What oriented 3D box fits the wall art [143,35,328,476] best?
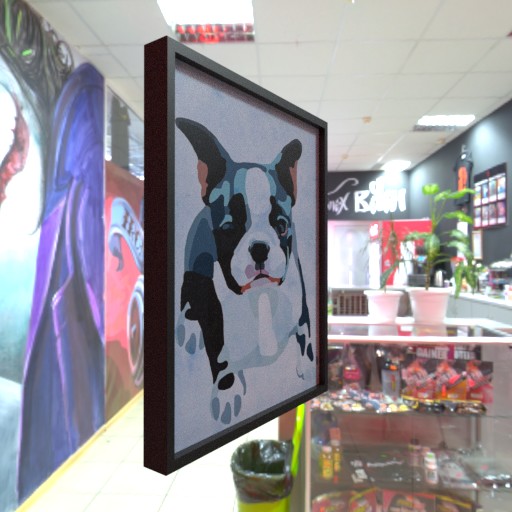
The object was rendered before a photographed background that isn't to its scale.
[{"bbox_3d":[0.000,0.000,0.498,0.030,0.369,0.294,0,0,36],"label":"wall art"}]
